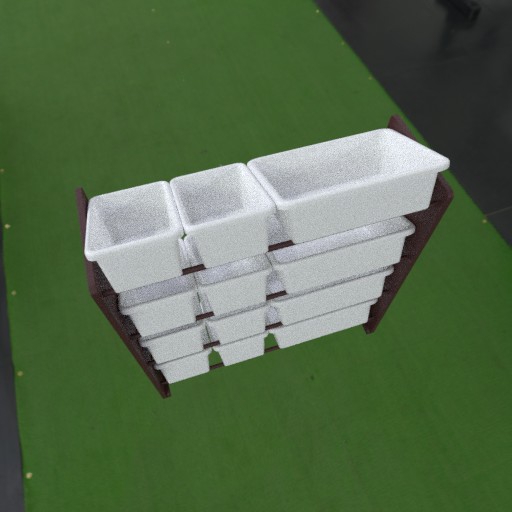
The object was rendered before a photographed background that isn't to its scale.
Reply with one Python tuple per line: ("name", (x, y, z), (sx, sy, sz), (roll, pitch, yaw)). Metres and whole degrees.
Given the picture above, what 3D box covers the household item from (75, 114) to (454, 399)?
("household item", (0.000, 0.000, 1.295), (0.787, 0.864, 0.389), (-15, 59, -9))
